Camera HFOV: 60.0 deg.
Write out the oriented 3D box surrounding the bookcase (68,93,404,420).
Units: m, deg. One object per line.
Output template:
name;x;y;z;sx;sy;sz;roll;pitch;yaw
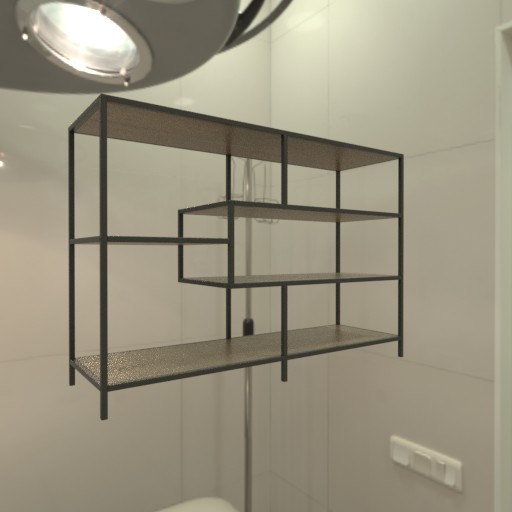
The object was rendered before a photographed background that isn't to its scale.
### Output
bookcase;0.000;0.000;1.523;1.140;0.780;0.350;0;0;-35
